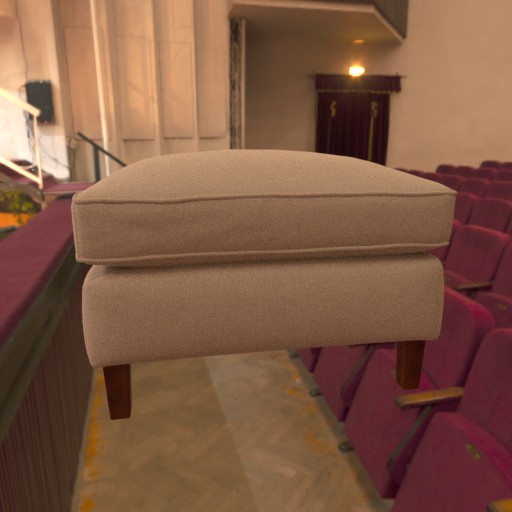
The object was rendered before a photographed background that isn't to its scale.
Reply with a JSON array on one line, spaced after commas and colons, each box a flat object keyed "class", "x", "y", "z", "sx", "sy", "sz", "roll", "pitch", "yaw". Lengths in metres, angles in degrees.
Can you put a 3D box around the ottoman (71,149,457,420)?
[{"class": "ottoman", "x": 0.000, "y": 0.000, "z": 0.976, "sx": 0.665, "sy": 0.456, "sz": 0.501, "roll": -3, "pitch": 15, "yaw": -10}]
